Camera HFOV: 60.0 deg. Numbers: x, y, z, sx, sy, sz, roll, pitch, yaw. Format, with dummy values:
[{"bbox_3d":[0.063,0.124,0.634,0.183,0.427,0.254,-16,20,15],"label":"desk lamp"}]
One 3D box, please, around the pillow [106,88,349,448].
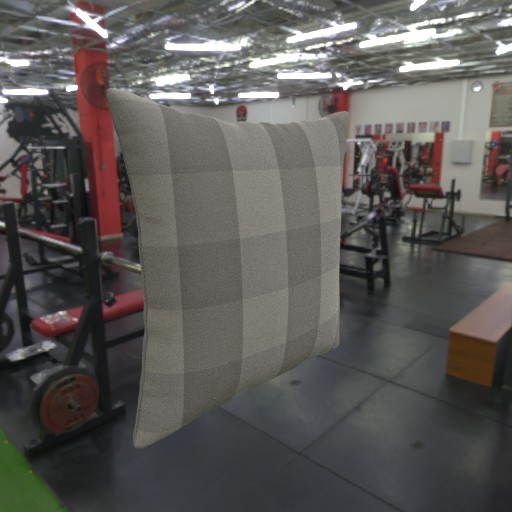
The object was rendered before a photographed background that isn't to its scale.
[{"bbox_3d":[0.000,0.000,0.773,0.511,0.509,0.161,-13,19,-43],"label":"pillow"}]
